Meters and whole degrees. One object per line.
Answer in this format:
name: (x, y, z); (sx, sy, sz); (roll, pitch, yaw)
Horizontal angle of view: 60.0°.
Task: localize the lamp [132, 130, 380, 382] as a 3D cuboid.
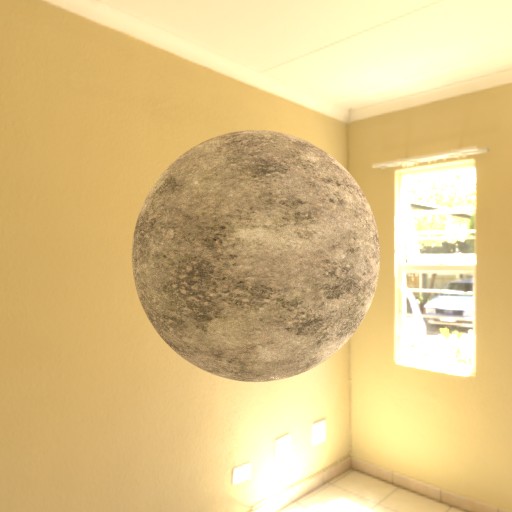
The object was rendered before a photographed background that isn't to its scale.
lamp: (0.000, 0.000, 0.782); (0.422, 0.429, 0.422); (0, -1, 0)
